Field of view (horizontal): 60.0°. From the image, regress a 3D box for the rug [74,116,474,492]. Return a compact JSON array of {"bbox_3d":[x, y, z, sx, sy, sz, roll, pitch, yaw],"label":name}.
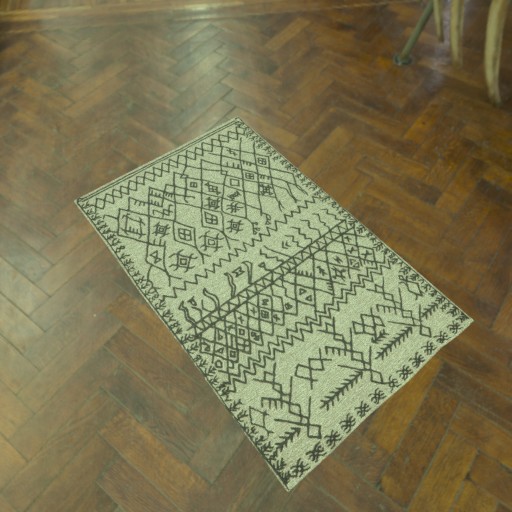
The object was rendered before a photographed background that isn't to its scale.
[{"bbox_3d":[0.000,0.000,4.737,2.393,0.019,3.824,-34,63,-20],"label":"rug"}]
